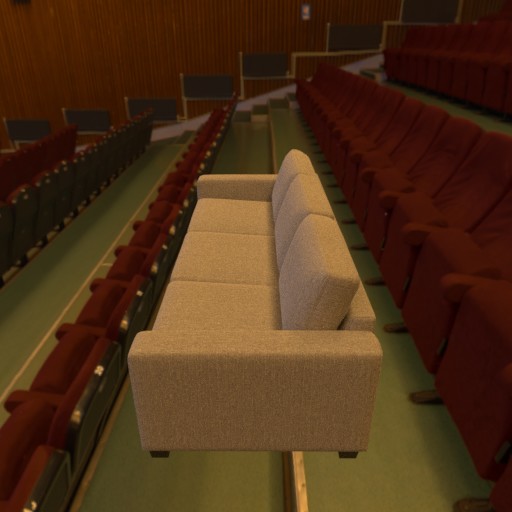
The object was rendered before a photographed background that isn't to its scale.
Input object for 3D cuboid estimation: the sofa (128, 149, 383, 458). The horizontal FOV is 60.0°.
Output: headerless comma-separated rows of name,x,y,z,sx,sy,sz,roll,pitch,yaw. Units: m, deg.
sofa,0.000,0.000,2.521,0.900,0.800,2.120,0,27,0
